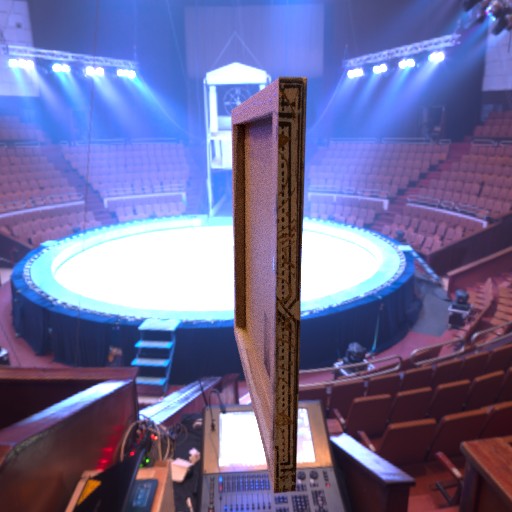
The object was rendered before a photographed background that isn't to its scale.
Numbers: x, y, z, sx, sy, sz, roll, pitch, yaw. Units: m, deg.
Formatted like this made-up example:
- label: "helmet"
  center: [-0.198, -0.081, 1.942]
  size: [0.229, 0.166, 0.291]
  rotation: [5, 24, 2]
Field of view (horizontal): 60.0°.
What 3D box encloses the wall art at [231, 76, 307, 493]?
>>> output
- label: "wall art"
  center: [0.000, 0.000, 0.906]
  size: [0.036, 0.607, 0.609]
  rotation: [-2, 15, -8]
